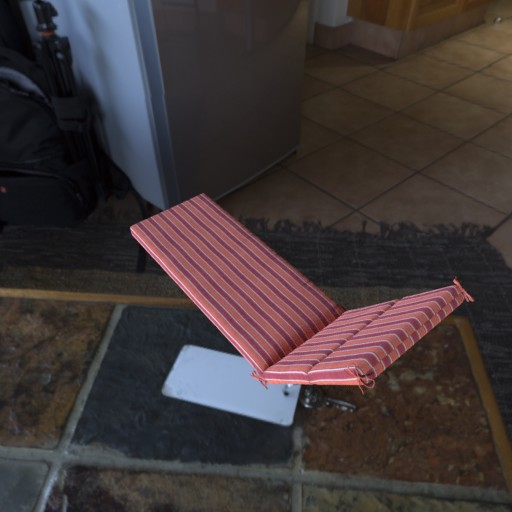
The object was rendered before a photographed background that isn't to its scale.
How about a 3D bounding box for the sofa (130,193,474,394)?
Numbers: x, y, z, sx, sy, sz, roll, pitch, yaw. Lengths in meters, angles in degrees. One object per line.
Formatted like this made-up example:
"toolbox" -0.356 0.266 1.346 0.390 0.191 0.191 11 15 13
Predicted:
"sofa" 0.000 0.000 2.004 0.582 0.622 1.663 -30 52 -27
